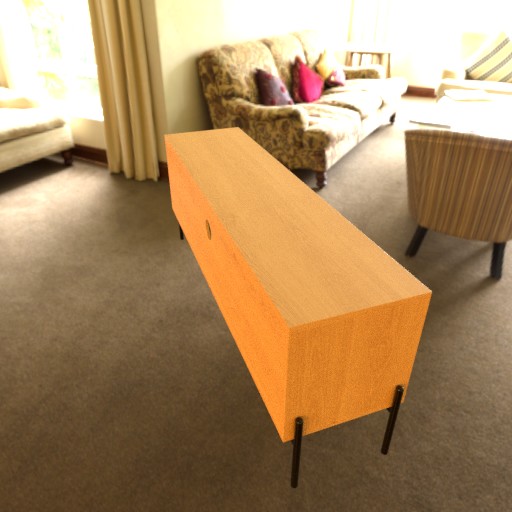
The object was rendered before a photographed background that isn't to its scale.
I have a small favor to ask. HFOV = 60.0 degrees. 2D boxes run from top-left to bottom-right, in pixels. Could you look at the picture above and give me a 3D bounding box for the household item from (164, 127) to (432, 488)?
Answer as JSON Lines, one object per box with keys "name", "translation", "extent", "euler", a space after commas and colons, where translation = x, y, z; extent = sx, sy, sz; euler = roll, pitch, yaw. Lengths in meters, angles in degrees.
{"name": "household item", "translation": [0.000, 0.000, 1.784], "extent": [0.400, 0.600, 1.550], "euler": [-11, 34, -17]}
